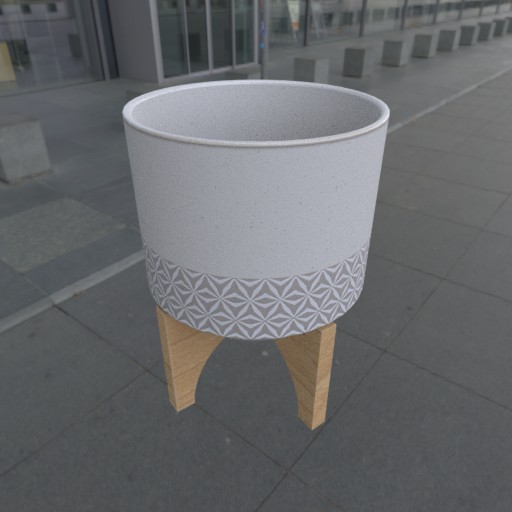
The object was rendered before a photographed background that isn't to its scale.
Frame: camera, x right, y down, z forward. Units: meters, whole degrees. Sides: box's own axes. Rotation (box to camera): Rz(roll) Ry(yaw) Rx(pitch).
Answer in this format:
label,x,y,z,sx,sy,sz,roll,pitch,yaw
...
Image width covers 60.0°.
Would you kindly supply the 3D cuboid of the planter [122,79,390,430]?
label,x,y,z,sx,sy,sz,roll,pitch,yaw
planter,0.000,0.000,0.389,0.188,0.260,0.188,0,31,0
